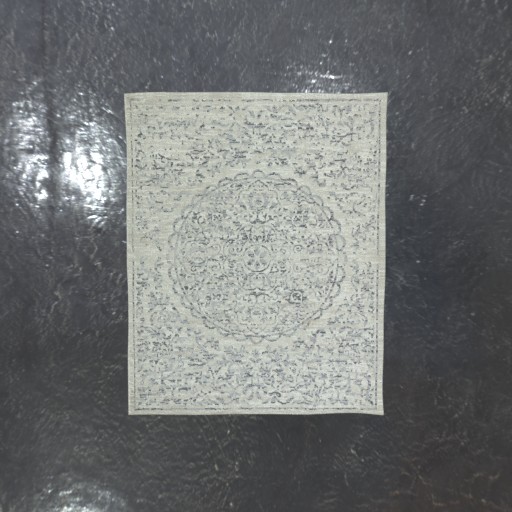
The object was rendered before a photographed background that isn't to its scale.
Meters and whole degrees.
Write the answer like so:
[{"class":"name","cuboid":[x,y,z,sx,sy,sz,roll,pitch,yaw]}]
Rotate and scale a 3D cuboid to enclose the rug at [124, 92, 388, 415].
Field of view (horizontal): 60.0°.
[{"class":"rug","cuboid":[0.000,0.000,4.003,2.343,0.026,2.925,0,92,0]}]
